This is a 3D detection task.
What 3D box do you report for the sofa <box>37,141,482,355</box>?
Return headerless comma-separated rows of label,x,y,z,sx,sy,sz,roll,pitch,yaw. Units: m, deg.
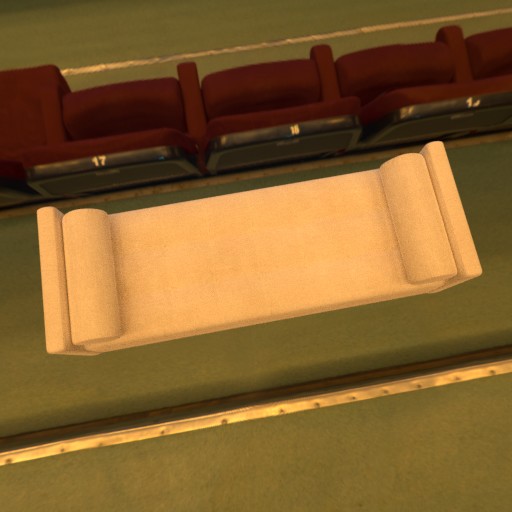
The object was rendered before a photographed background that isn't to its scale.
sofa,0.000,0.000,2.336,1.981,0.635,0.686,-10,77,-2
